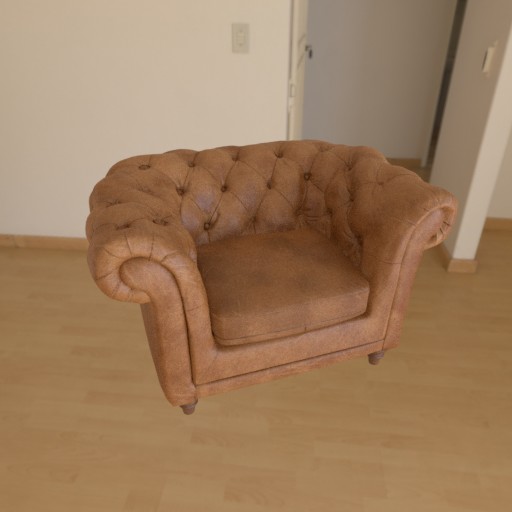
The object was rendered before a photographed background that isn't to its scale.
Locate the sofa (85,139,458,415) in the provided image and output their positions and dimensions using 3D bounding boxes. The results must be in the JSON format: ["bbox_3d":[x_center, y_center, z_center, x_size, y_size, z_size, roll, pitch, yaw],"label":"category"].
[{"bbox_3d":[0.000,0.000,2.073,1.405,0.878,1.033,-10,32,-16],"label":"sofa"}]
